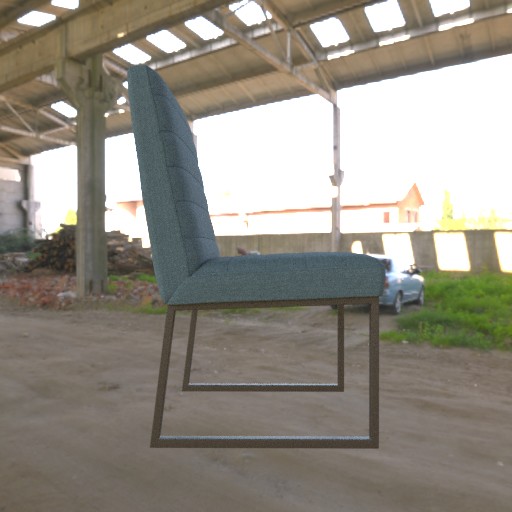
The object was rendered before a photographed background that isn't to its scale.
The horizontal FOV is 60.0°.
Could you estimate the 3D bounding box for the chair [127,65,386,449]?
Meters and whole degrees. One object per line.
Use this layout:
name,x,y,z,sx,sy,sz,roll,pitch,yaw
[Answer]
chair,0.000,0.000,1.302,0.634,0.930,0.520,0,0,0
